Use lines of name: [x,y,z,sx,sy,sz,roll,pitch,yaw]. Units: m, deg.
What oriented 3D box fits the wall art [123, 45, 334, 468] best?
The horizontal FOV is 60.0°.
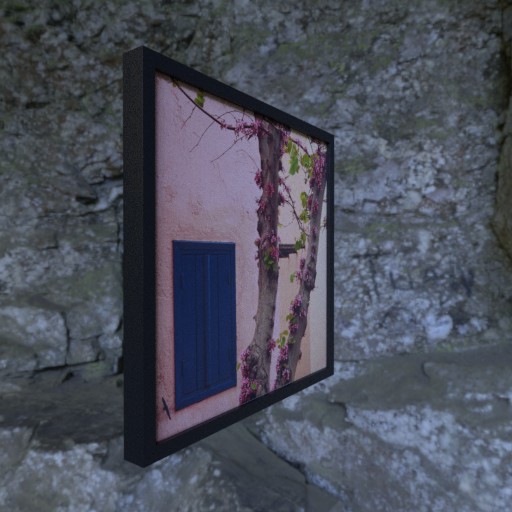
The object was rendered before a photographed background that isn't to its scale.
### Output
wall art: [0.000,0.000,0.747,0.038,0.508,0.508,0,1,36]
